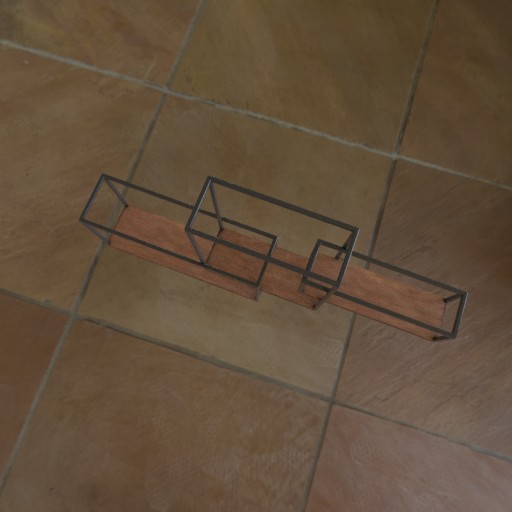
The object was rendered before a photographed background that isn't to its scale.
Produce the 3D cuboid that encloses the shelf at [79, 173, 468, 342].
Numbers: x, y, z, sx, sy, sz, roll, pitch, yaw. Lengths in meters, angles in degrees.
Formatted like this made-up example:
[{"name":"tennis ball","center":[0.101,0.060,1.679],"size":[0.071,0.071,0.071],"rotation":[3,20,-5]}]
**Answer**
[{"name":"shelf","center":[0.000,0.000,2.121],"size":[1.781,0.972,0.275],"rotation":[20,77,5]}]
